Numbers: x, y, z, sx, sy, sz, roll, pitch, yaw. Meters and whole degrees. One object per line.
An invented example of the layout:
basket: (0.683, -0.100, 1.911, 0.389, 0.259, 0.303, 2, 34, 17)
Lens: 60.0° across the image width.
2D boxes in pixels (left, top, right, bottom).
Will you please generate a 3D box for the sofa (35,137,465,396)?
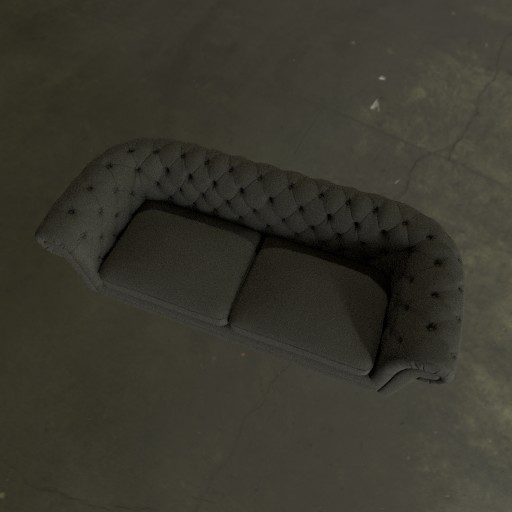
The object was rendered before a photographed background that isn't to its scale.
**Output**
sofa: (0.000, 0.000, 2.758, 2.362, 0.762, 0.991, 18, 61, 10)
